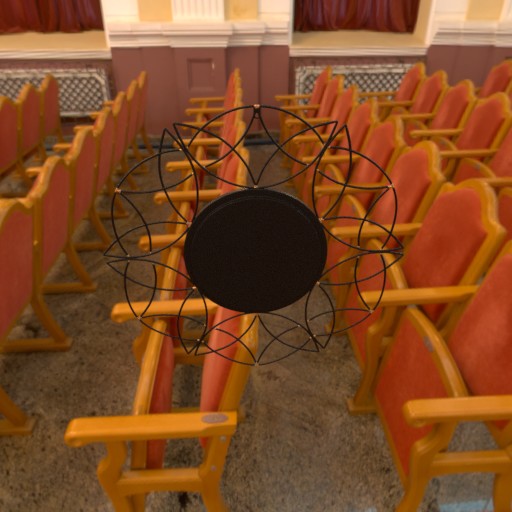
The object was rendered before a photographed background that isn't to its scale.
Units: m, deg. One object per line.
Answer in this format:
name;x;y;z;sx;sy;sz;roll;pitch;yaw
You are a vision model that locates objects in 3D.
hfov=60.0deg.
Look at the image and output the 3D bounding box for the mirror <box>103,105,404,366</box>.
mirror;0.000;0.000;1.172;0.797;0.775;0.028;-1;31;-2
